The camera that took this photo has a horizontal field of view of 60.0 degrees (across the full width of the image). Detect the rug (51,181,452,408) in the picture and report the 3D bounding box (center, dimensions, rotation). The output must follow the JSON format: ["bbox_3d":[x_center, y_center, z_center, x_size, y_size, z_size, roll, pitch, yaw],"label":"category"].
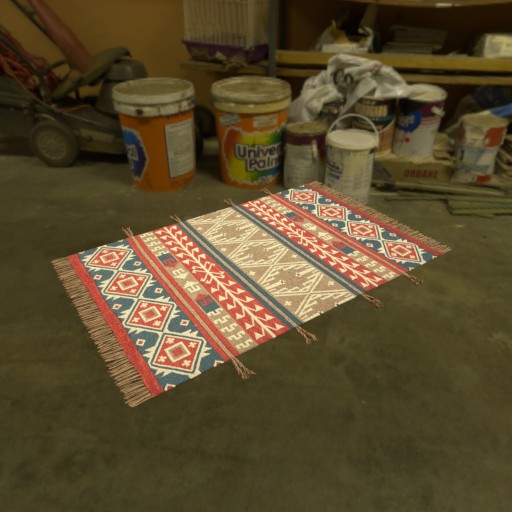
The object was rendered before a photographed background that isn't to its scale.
[{"bbox_3d":[0.000,0.000,3.124,2.450,0.048,1.778,-21,38,-28],"label":"rug"}]
